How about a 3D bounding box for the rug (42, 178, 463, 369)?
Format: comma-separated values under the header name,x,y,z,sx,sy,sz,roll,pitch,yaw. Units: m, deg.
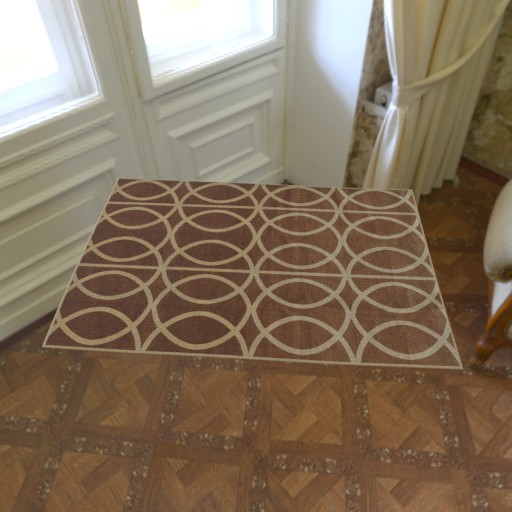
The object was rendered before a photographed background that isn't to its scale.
name,x,y,z,sx,sy,sz,roll,pitch,yaw
rug,0.000,0.000,2.911,2.294,0.014,1.528,3,47,2
